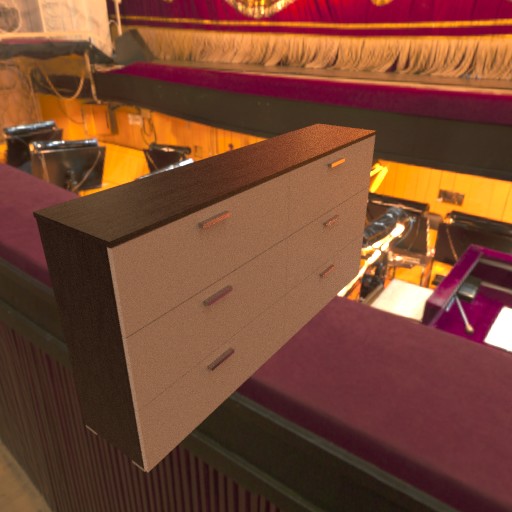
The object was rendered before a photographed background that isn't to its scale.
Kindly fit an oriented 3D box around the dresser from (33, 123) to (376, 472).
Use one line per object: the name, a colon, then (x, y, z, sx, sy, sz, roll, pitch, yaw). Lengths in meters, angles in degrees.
dresser: (0.000, 0.000, 1.808, 0.333, 0.790, 1.535, 18, 32, 32)
